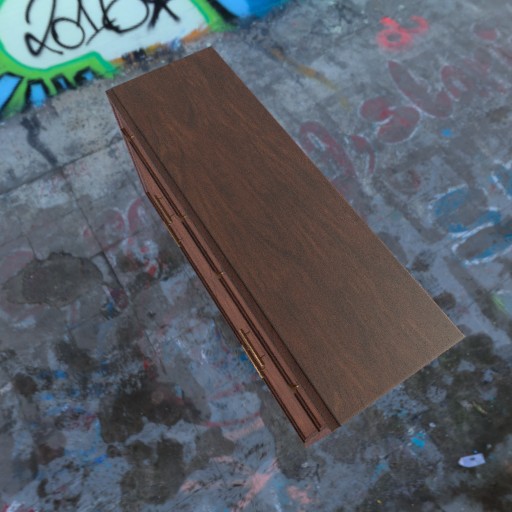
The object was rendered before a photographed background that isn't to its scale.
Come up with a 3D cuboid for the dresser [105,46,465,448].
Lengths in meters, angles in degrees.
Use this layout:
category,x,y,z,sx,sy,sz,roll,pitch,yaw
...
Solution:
category,x,y,z,sx,sy,sz,roll,pitch,yaw
dresser,0.000,0.000,1.901,0.500,0.889,1.472,-30,67,-14
